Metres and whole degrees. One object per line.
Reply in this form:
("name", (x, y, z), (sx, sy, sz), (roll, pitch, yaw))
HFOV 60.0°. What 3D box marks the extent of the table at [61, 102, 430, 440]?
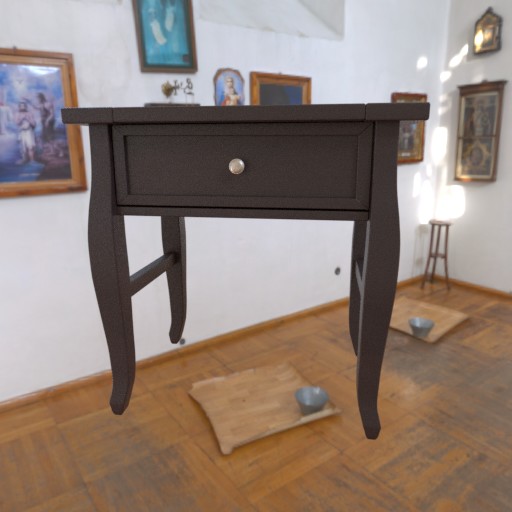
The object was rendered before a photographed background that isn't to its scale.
("table", (0.000, 0.000, 0.999), (0.602, 0.605, 0.460), (2, 14, 9))
